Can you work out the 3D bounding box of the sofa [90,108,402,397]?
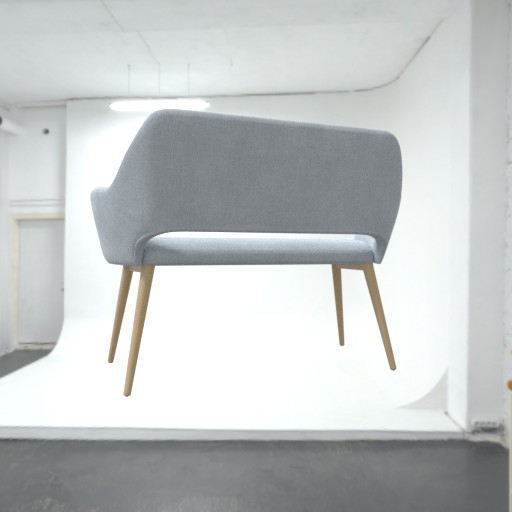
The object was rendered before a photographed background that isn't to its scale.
[{"bbox_3d":[0.000,0.000,1.634,1.150,0.840,0.610,0,0,-18],"label":"sofa"}]
